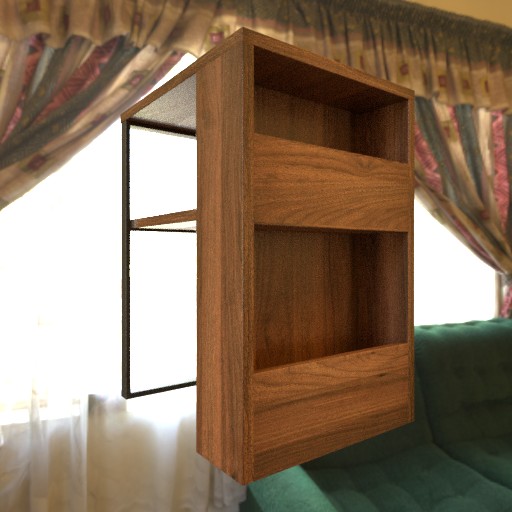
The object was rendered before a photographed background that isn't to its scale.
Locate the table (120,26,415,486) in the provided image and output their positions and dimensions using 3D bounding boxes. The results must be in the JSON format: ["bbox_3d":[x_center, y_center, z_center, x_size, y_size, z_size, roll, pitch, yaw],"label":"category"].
[{"bbox_3d":[0.000,0.000,1.514,0.660,1.041,0.786,0,0,-37],"label":"table"}]
